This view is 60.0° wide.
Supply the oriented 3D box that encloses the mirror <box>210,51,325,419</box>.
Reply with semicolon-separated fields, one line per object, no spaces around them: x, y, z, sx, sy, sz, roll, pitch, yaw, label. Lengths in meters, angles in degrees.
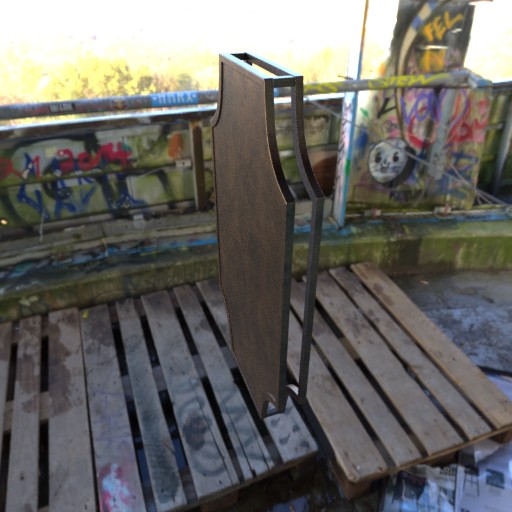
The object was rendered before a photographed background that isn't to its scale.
0.000;0.000;1.001;0.066;0.811;0.462;-11;35;-16;mirror
